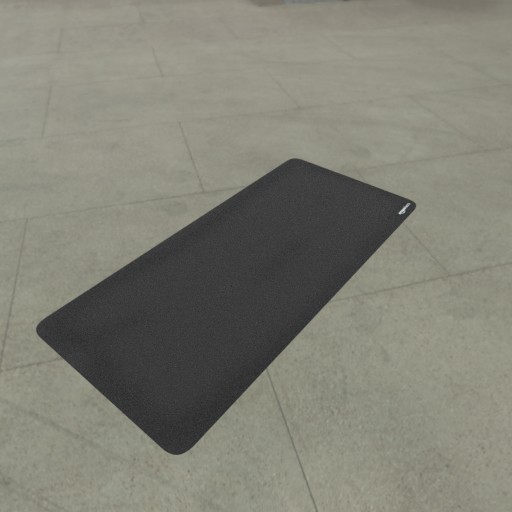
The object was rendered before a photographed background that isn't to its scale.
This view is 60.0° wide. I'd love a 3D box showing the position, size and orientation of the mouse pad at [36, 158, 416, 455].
[{"bbox_3d":[0.000,0.000,1.048,0.424,0.003,0.907,28,48,28],"label":"mouse pad"}]
